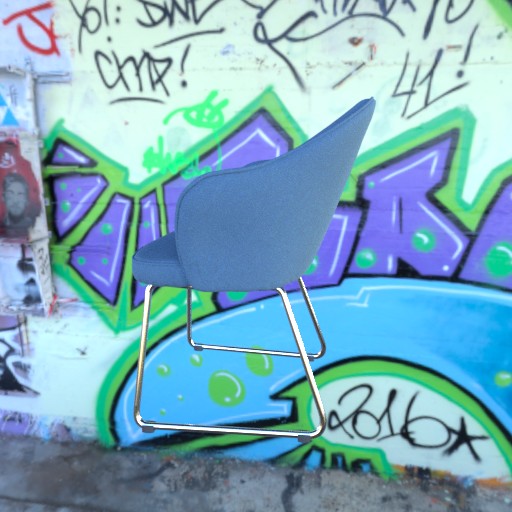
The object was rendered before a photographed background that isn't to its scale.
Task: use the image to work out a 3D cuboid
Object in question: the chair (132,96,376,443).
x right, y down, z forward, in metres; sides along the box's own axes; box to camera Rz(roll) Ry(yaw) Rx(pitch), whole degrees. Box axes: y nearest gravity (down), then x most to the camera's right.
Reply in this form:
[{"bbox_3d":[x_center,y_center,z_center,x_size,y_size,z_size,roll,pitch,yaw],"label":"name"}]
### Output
[{"bbox_3d":[0.000,0.000,1.217,0.585,0.815,0.570,2,14,8],"label":"chair"}]
